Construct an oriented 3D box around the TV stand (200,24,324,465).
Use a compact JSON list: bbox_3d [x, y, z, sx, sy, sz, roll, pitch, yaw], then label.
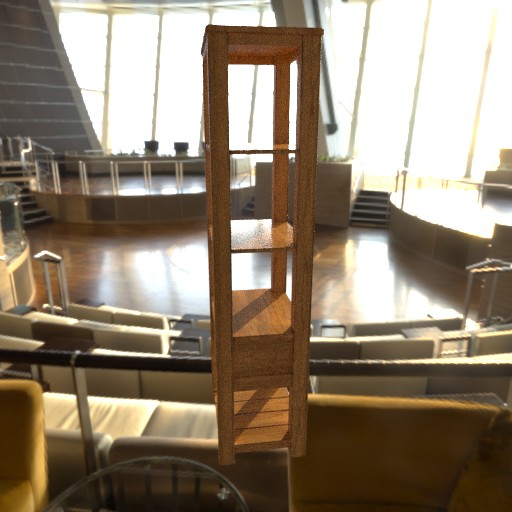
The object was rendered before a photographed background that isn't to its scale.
[{"bbox_3d":[0.000,0.000,2.062,0.435,1.828,0.565,-2,17,-8],"label":"TV stand"}]
